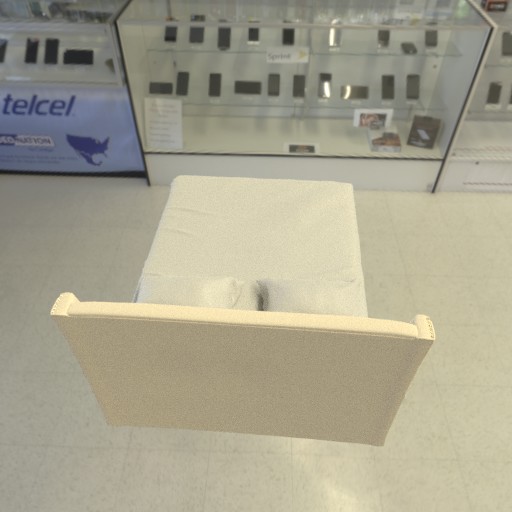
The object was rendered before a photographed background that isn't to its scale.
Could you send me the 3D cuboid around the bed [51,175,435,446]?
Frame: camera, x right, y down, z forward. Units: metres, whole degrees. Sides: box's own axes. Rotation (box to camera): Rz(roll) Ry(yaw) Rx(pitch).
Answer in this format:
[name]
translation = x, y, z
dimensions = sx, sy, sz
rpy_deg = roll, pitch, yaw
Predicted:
[bed]
translation = 0.000, 0.000, 3.402
dimensions = 1.925, 1.332, 2.276
rpy_deg = 3, 45, 3
